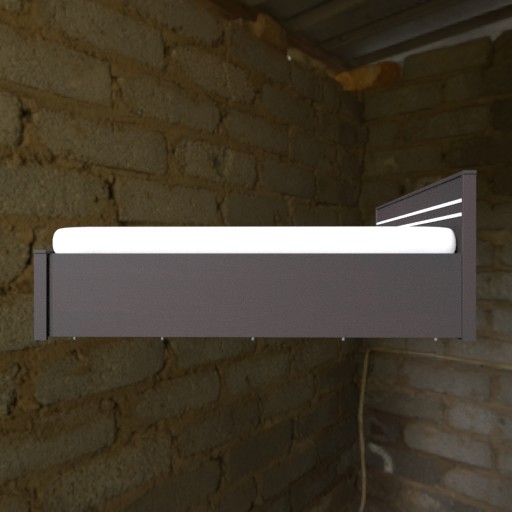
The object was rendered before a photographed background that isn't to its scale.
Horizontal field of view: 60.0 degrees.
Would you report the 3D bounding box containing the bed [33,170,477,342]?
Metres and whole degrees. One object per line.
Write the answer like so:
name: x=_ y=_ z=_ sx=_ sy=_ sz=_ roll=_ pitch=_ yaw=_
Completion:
bed: x=0.000 y=0.000 z=2.919 sx=2.103 sy=0.808 sz=1.634 roll=0 pitch=0 yaw=1
